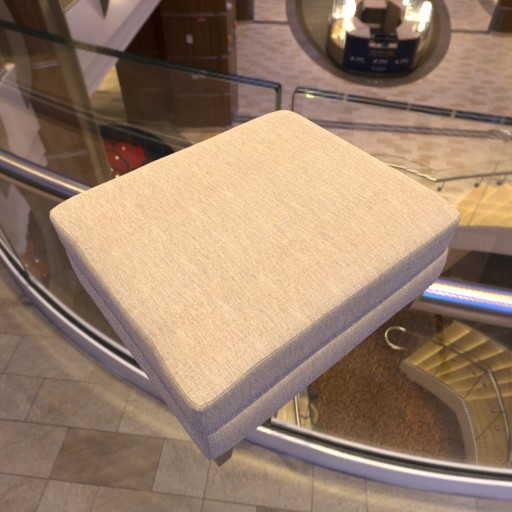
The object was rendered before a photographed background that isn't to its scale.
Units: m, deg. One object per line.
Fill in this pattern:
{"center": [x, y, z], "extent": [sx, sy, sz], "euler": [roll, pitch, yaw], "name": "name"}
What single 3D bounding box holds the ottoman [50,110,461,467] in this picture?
{"center": [0.000, 0.000, 1.457], "extent": [0.976, 0.492, 0.836], "euler": [-31, 54, -26], "name": "ottoman"}
